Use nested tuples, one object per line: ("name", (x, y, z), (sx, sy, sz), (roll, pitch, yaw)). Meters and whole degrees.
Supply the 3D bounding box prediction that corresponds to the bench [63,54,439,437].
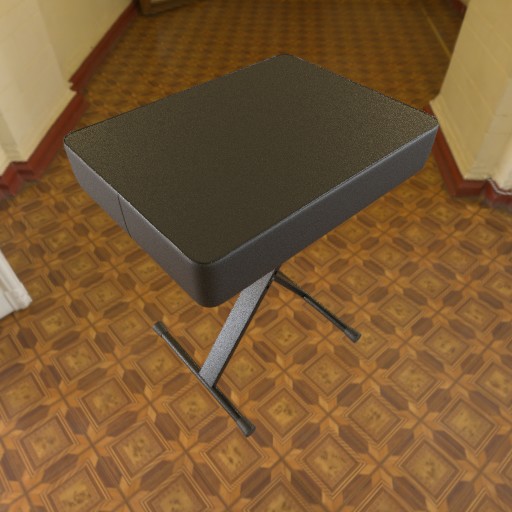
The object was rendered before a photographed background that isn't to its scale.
("bench", (0.000, 0.000, 0.783), (0.424, 0.500, 0.321), (-33, 54, -27))
